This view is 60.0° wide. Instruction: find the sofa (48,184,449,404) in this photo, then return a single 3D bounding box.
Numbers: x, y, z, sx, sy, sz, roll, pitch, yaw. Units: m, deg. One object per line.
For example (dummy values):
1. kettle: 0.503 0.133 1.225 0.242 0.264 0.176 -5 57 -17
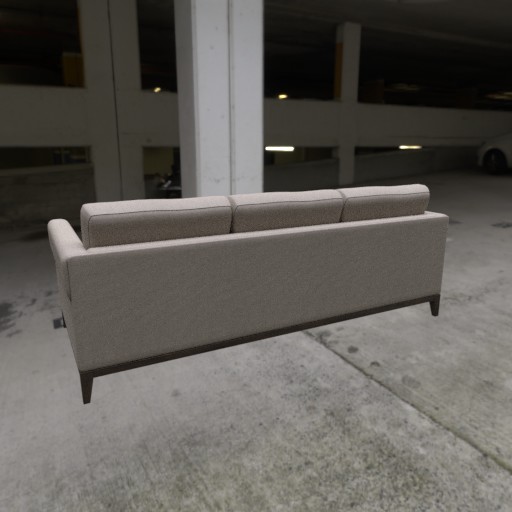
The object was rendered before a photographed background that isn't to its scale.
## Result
1. sofa: 0.000 0.000 2.686 2.210 0.838 0.959 -7 16 -27
